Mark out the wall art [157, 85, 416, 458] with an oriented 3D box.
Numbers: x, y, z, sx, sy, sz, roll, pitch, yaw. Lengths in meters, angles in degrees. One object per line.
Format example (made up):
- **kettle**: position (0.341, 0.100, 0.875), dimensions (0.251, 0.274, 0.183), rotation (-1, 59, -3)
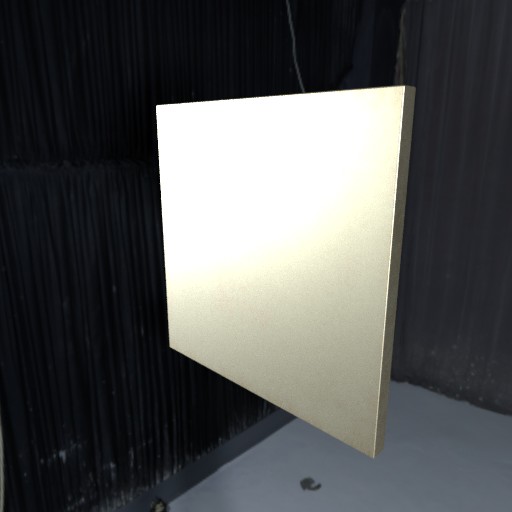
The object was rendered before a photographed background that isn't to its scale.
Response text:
- **wall art**: position (0.000, 0.000, 0.752), dimensions (0.503, 0.506, 0.030), rotation (14, 21, 42)
